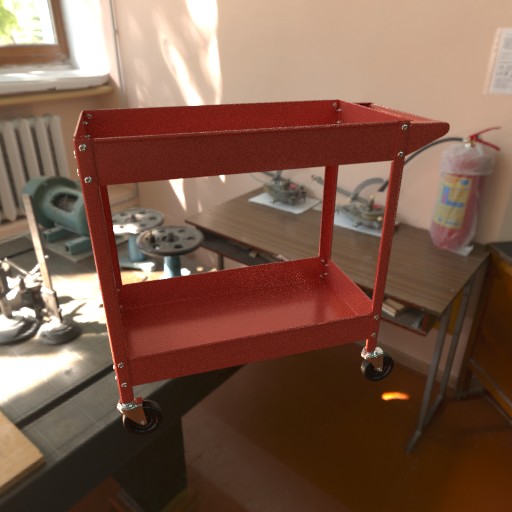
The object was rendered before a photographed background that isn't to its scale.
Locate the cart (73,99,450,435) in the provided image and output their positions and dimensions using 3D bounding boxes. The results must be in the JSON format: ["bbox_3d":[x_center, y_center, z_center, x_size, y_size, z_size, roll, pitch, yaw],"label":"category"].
[{"bbox_3d":[0.000,0.000,1.161,0.779,0.719,0.366,-8,28,-15],"label":"cart"}]
